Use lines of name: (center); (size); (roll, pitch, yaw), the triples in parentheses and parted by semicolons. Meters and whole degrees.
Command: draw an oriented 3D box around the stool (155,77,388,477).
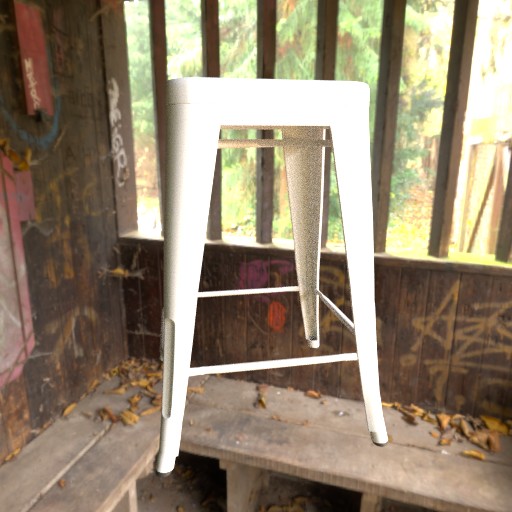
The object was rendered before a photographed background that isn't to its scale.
stool: (0.000, 0.000, 0.860); (0.406, 0.610, 0.406); (-3, 15, -10)
